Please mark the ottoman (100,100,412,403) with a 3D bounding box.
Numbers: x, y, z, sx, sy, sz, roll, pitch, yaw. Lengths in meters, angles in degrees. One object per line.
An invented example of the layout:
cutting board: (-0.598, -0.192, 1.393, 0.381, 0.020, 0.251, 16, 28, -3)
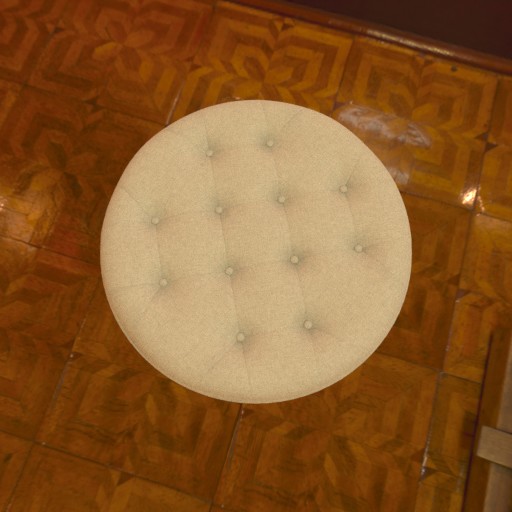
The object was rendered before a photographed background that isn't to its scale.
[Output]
ottoman: (0.000, 0.000, 1.369, 0.849, 0.478, 0.849, 0, 75, 0)
